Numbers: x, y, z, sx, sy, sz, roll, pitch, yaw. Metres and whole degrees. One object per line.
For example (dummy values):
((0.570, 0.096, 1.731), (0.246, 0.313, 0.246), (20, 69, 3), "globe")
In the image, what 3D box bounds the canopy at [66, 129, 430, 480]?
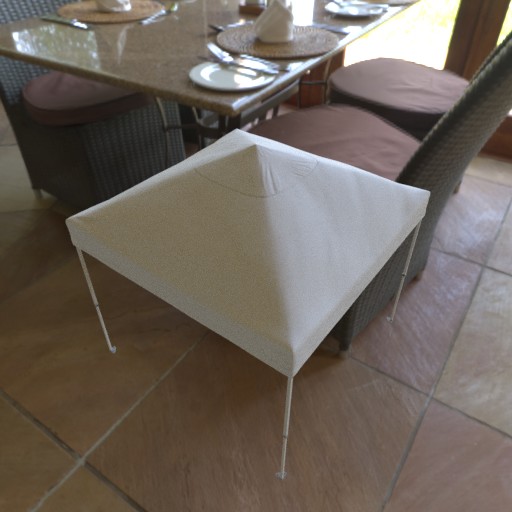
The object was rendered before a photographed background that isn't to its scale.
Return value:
((0.000, 0.000, 5.525), (2.998, 2.997, 2.996), (26, 46, 28), "canopy")
